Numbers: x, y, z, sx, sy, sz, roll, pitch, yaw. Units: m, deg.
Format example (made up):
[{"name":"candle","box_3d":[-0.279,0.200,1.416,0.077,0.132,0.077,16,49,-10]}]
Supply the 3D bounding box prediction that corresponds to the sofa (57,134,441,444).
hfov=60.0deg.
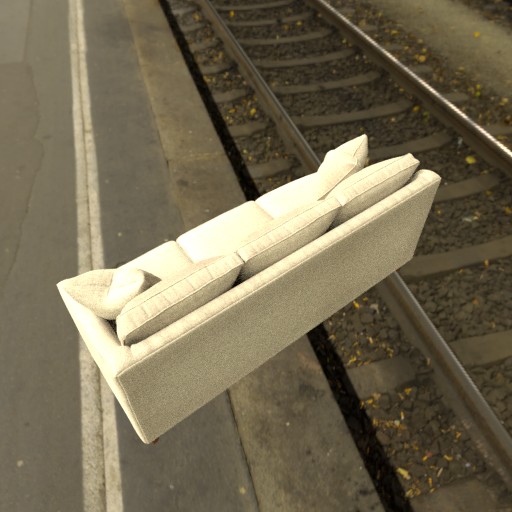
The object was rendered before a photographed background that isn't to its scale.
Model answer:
[{"name":"sofa","box_3d":[0.000,0.000,2.566,2.031,0.914,0.865,-30,53,-25]}]
